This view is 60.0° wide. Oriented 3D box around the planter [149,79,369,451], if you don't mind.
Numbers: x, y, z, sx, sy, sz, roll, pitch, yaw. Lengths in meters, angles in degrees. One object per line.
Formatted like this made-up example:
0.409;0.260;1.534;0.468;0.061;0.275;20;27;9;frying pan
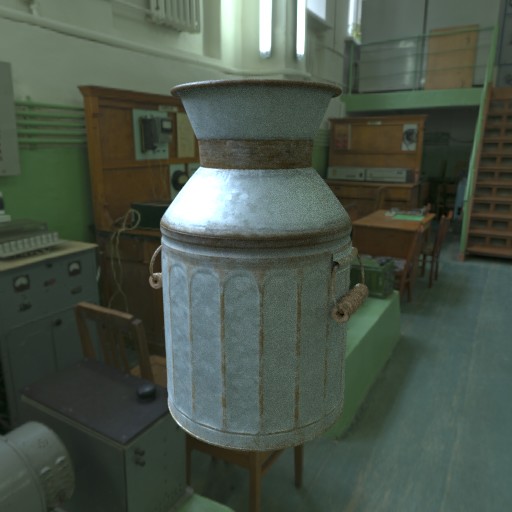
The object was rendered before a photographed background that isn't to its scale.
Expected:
0.000;0.000;0.508;0.248;0.358;0.215;7;16;26;planter
